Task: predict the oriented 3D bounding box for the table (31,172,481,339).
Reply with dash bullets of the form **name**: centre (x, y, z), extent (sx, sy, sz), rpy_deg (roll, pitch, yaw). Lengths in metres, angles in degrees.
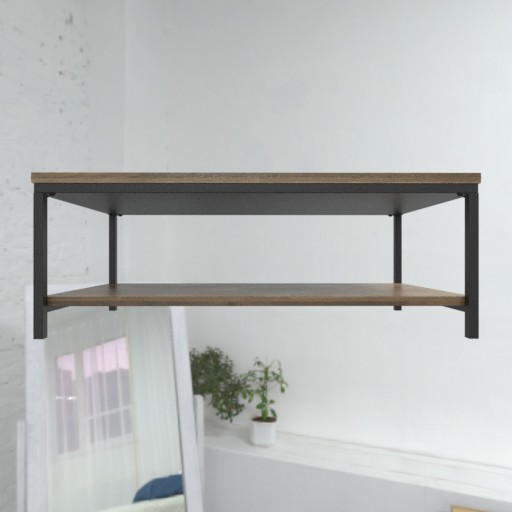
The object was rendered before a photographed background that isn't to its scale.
- **table**: centre (0.000, 0.000, 1.332), extent (1.062, 0.393, 0.574), rpy_deg (0, 0, 0)
